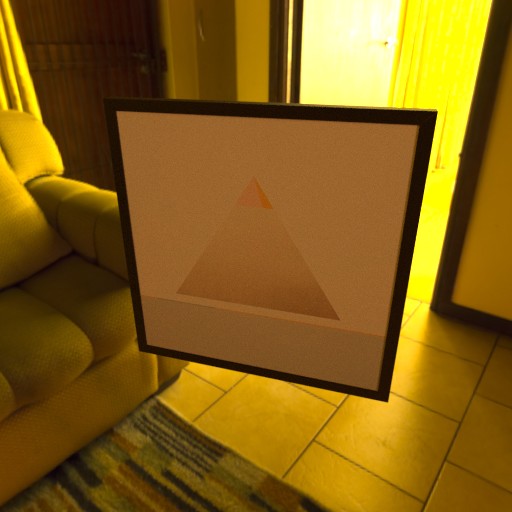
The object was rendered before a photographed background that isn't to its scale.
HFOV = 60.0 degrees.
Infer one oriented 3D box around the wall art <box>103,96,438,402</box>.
[{"bbox_3d":[0.000,0.000,0.777,0.513,0.511,0.028,8,27,15],"label":"wall art"}]
